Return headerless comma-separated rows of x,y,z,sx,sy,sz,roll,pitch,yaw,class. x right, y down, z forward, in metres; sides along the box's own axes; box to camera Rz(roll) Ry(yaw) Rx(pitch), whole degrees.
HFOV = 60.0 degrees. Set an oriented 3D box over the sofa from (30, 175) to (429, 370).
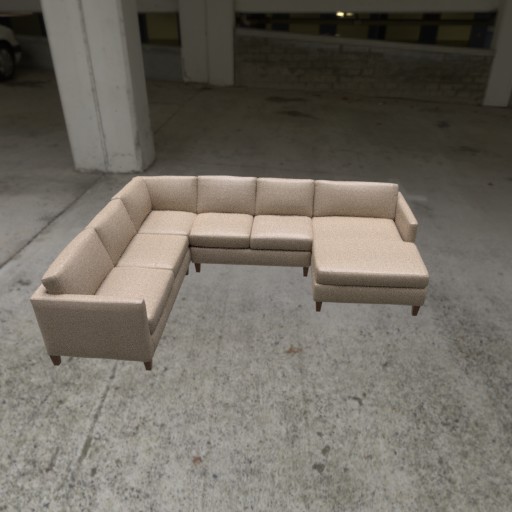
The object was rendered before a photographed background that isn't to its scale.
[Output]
0.000,0.000,4.629,3.460,0.961,2.594,2,30,4,sofa
